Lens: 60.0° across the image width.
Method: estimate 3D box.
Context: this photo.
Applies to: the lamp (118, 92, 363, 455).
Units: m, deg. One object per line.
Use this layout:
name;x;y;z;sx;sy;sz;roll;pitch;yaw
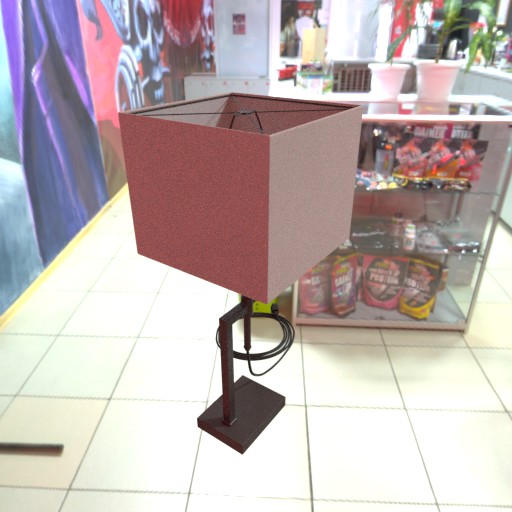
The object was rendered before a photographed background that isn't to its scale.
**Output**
lamp;0.000;0.000;0.968;0.399;0.660;0.504;18;33;31
